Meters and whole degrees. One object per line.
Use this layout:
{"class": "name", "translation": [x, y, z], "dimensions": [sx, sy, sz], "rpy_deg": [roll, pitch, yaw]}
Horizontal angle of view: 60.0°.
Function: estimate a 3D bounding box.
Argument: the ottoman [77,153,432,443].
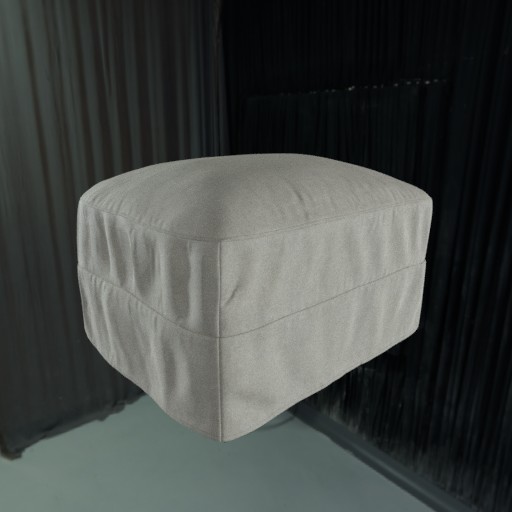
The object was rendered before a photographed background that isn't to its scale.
{"class": "ottoman", "translation": [0.000, 0.000, 1.077], "dimensions": [0.712, 0.480, 0.584], "rpy_deg": [-15, 22, -40]}
